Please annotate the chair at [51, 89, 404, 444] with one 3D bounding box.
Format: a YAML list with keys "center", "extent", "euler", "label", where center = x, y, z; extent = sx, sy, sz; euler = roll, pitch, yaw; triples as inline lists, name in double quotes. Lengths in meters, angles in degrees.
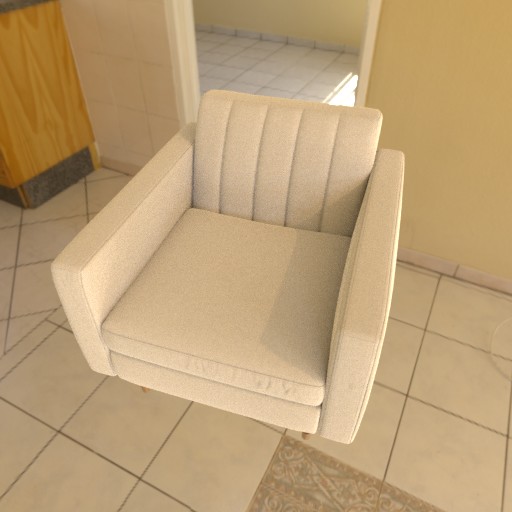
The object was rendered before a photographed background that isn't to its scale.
- center: [0.000, 0.000, 1.615]
  extent: [0.953, 0.819, 0.998]
  euler: [12, 43, 13]
  label: "chair"
